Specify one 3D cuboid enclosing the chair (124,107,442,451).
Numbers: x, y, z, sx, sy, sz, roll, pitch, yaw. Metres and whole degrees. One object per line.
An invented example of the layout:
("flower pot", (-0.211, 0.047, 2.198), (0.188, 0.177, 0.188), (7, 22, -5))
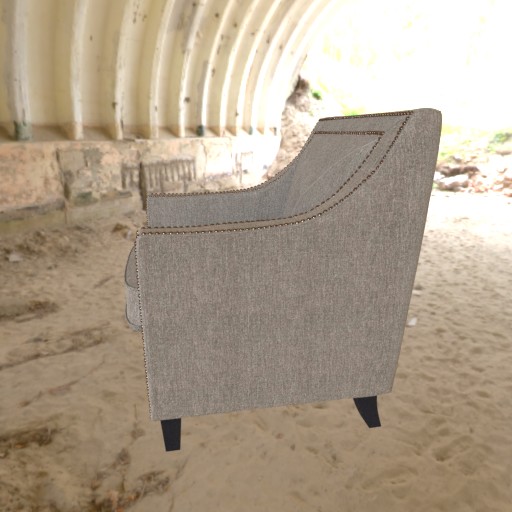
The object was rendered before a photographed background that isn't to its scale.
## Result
("chair", (0.000, 0.000, 1.563), (0.884, 0.967, 0.776), (-3, 16, -11))
